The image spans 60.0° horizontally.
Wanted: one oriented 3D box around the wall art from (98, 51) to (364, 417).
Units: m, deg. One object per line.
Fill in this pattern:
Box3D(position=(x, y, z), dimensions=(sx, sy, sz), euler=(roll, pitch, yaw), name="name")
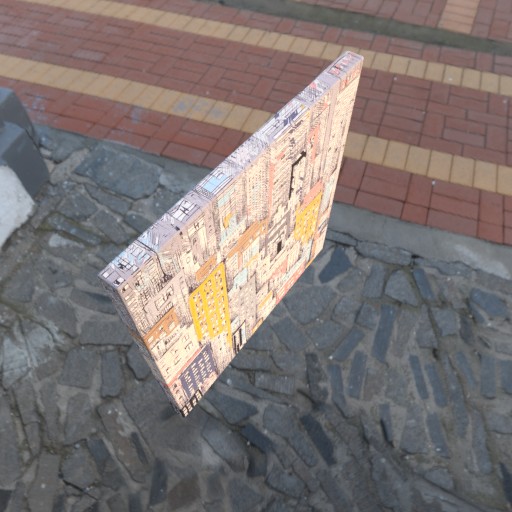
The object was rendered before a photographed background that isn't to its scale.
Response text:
Box3D(position=(0.000, 0.000, 1.160), dimensions=(0.048, 0.762, 0.761), euler=(32, 62, 20), name="wall art")
